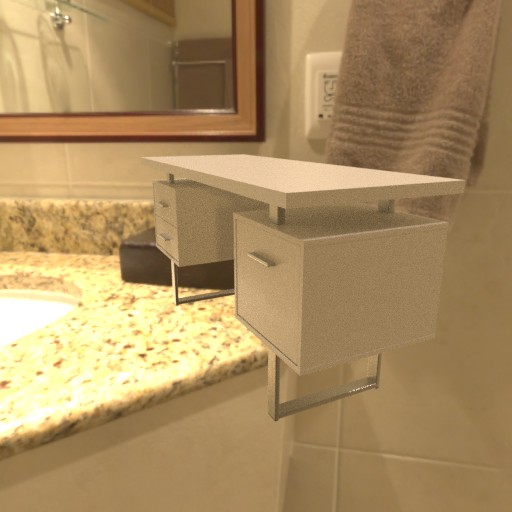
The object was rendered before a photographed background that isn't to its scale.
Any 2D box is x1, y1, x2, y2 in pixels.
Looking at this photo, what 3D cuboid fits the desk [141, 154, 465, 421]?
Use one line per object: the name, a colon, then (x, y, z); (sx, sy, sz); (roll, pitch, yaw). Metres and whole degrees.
desk: (0.000, 0.000, 1.925); (0.603, 0.773, 1.530); (-8, 18, -25)
